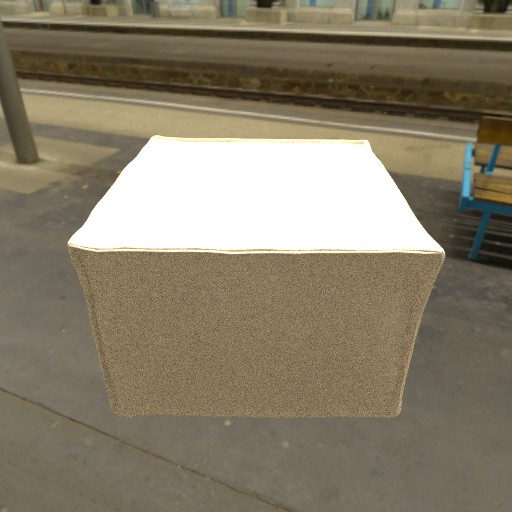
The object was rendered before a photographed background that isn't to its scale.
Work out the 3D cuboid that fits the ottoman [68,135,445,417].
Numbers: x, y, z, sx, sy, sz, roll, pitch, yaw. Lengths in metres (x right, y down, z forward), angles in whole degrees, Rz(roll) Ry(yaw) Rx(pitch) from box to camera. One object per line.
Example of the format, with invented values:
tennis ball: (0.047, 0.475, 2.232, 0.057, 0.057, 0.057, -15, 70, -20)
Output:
ottoman: (0.000, 0.000, 1.174, 0.696, 0.470, 0.707, 1, 32, 1)
